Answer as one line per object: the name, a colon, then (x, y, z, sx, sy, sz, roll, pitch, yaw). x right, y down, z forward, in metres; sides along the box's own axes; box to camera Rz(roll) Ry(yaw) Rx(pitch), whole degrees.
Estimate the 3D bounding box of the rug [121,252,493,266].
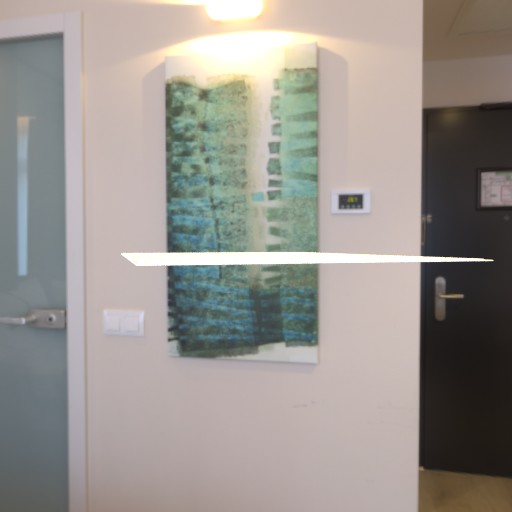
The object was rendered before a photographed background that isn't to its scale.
rug: (0.000, 0.000, 2.031, 1.146, 0.006, 1.556, 0, 1, -18)
